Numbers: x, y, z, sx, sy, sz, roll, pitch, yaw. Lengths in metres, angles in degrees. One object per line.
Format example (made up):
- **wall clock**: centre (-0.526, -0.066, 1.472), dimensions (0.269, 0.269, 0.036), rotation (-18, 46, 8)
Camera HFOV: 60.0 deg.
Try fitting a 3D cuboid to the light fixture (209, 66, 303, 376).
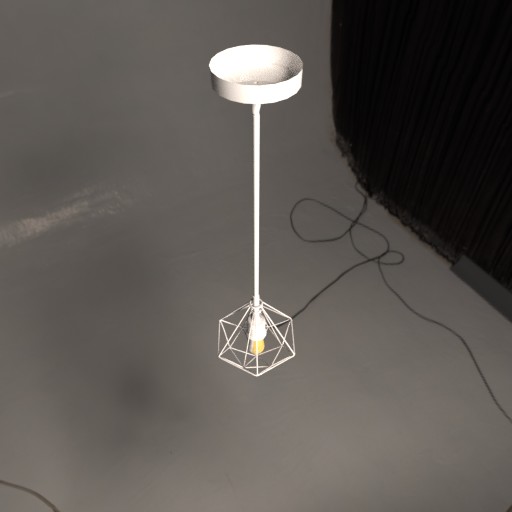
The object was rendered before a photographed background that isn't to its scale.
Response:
- **light fixture**: centre (0.000, 0.000, 2.034), dimensions (0.487, 1.764, 0.431), rotation (-24, 51, -21)
